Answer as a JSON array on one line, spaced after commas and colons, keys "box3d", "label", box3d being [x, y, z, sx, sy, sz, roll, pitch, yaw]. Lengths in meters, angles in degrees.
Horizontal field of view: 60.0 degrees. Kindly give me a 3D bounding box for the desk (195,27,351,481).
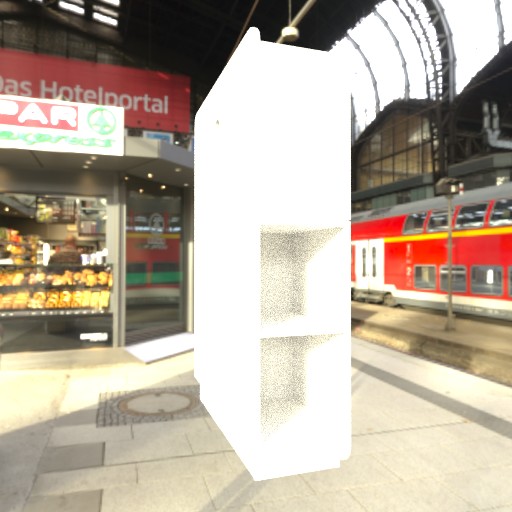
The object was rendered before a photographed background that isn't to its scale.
[{"box3d": [0.000, 0.000, 1.539, 0.278, 1.190, 0.795, 0, -1, -19], "label": "desk"}]
